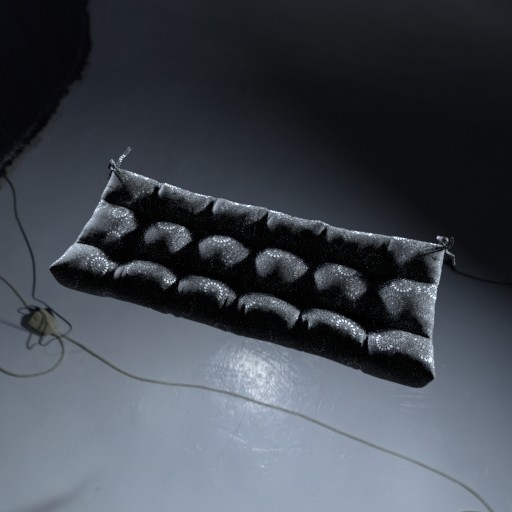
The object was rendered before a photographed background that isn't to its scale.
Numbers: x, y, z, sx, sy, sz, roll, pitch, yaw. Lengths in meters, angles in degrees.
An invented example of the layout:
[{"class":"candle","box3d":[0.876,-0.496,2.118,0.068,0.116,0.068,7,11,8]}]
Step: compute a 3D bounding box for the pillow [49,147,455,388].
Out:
[{"class":"pillow","box3d":[0.000,0.000,1.363,1.194,0.174,0.511,14,60,9]}]
